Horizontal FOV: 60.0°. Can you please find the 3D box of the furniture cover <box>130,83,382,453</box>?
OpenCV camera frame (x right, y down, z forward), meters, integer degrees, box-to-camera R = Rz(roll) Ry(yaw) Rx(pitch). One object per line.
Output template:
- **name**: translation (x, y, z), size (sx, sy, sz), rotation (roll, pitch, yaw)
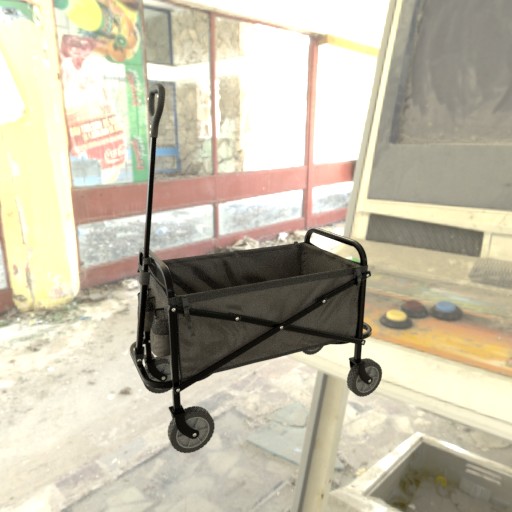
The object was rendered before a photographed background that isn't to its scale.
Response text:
- **furniture cover**: translation (0.000, 0.000, 1.821), size (1.038, 1.295, 0.532), rotation (-8, 18, -25)
